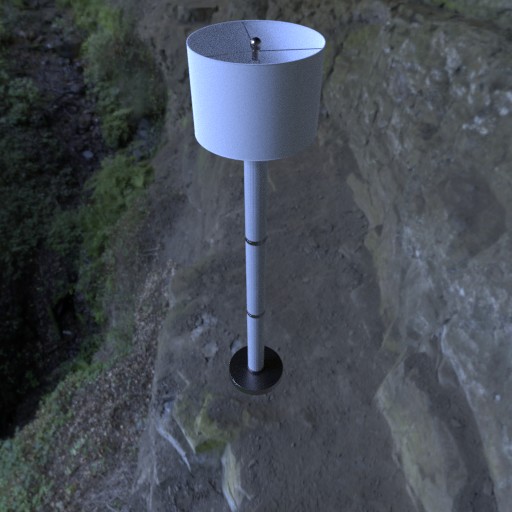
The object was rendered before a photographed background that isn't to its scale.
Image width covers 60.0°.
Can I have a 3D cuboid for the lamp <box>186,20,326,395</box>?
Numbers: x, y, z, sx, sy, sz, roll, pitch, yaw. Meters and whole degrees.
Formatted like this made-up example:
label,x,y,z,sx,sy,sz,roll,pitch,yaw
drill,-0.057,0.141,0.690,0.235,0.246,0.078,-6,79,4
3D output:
label,x,y,z,sx,sy,sz,roll,pitch,yaw
lamp,0.000,0.000,1.735,0.377,1.599,0.377,12,44,13
